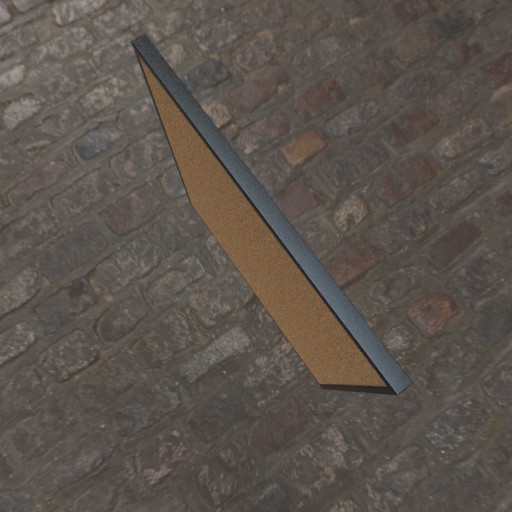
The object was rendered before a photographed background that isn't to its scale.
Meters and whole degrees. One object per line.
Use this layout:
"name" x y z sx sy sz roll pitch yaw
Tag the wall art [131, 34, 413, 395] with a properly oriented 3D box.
"wall art" 0.000 0.000 0.505 0.014 0.349 0.349 -34 77 -9
